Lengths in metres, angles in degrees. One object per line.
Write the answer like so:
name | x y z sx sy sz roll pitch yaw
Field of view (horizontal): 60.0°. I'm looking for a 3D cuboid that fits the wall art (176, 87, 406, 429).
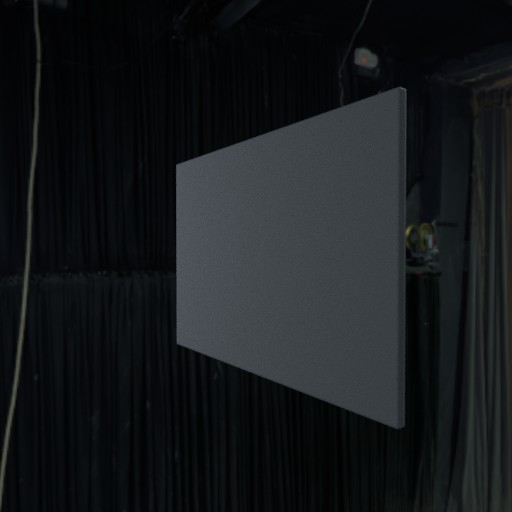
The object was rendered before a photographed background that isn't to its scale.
wall art | 0.000 0.000 1.250 0.049 0.659 0.964 -1 1 -34
